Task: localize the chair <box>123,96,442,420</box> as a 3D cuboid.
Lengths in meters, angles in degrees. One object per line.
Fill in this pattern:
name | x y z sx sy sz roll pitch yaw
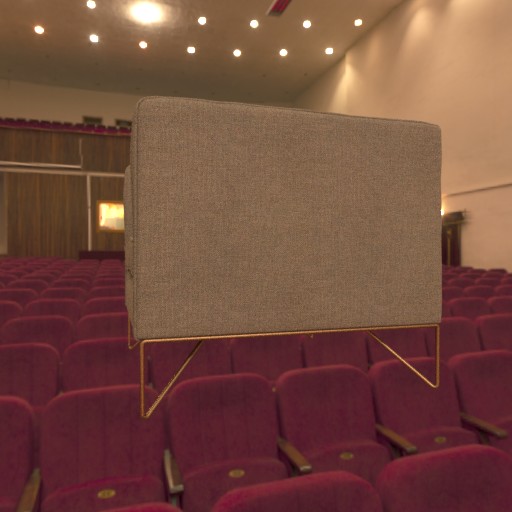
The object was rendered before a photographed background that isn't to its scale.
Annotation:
chair | 0.000 0.000 1.616 0.912 0.799 0.920 0 0 -18
